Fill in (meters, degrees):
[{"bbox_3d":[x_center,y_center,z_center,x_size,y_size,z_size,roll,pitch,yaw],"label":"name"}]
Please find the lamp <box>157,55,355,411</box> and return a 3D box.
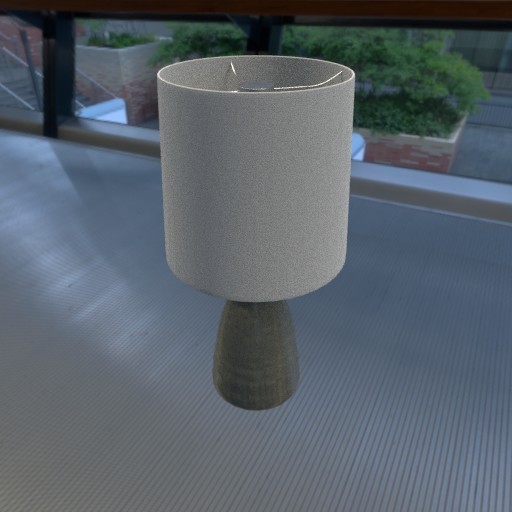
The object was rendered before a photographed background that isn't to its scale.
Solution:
[{"bbox_3d":[0.000,0.000,0.472,0.186,0.369,0.186,0,33,0],"label":"lamp"}]
